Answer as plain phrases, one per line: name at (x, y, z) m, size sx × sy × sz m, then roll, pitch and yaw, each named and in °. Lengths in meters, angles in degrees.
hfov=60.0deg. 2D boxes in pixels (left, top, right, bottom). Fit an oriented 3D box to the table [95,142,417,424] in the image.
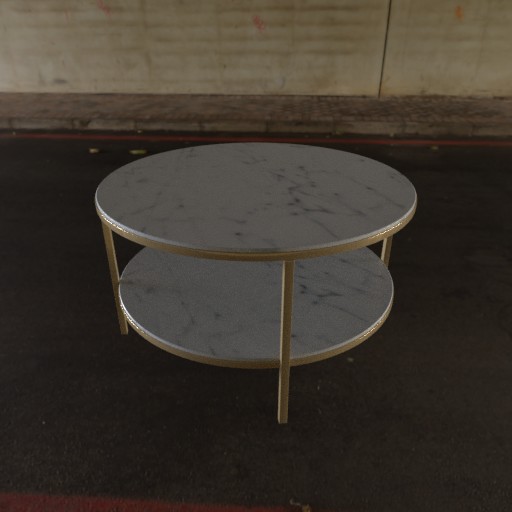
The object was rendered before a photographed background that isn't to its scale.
table at (0.000, 0.000, 1.258) m, size 0.800 × 0.450 × 0.800 m, roll 0°, pitch 28°, yaw 0°
